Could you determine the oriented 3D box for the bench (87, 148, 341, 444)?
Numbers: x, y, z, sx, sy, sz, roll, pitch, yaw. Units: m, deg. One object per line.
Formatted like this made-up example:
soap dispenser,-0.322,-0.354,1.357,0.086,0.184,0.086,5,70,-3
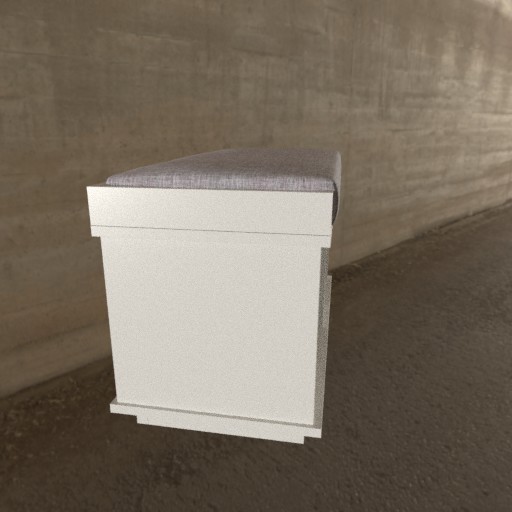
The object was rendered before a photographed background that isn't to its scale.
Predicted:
bench,0.000,0.000,1.010,0.362,0.461,0.734,3,17,10
